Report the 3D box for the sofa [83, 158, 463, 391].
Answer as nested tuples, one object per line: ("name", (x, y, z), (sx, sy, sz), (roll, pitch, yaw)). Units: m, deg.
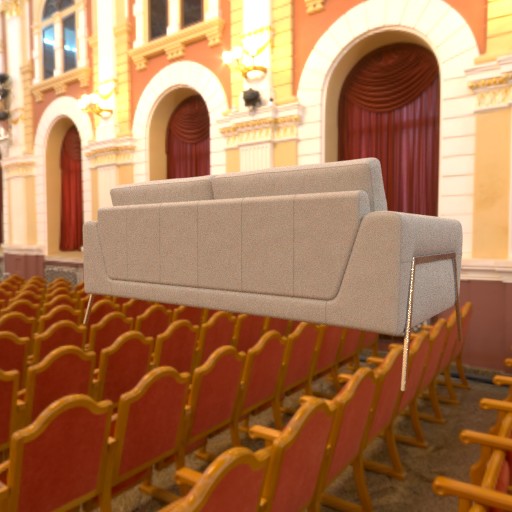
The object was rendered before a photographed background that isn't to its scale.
("sofa", (0.000, 0.000, 2.535), (2.017, 0.875, 0.953), (2, 3, 37))
